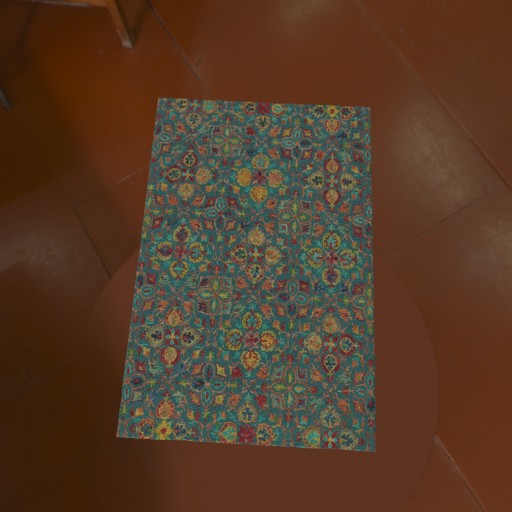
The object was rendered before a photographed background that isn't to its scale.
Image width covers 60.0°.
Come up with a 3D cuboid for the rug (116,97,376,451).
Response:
[{"bbox_3d":[0.000,0.000,2.892,1.527,0.016,2.290,3,75,1],"label":"rug"}]
